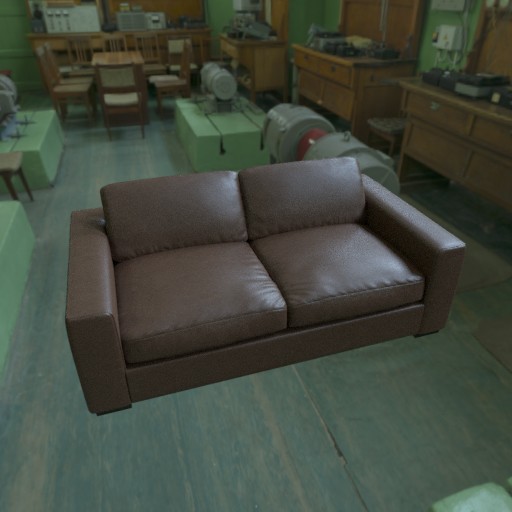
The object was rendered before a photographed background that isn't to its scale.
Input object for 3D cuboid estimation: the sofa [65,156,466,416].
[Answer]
[{"bbox_3d":[0.000,0.000,2.466,1.920,0.800,1.070,-10,33,-15],"label":"sofa"}]
